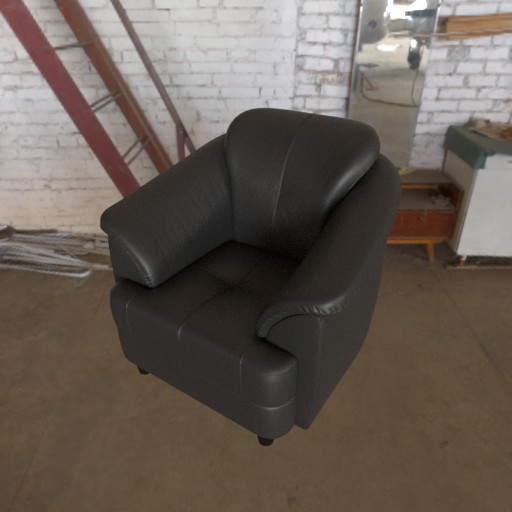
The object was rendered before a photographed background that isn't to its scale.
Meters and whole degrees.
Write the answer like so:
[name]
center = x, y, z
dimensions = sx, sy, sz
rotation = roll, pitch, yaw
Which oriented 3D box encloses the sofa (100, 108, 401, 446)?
[sofa]
center = 0.000, 0.000, 1.503
dimensions = 0.870, 0.811, 0.794
rotation = 19, 36, 29
